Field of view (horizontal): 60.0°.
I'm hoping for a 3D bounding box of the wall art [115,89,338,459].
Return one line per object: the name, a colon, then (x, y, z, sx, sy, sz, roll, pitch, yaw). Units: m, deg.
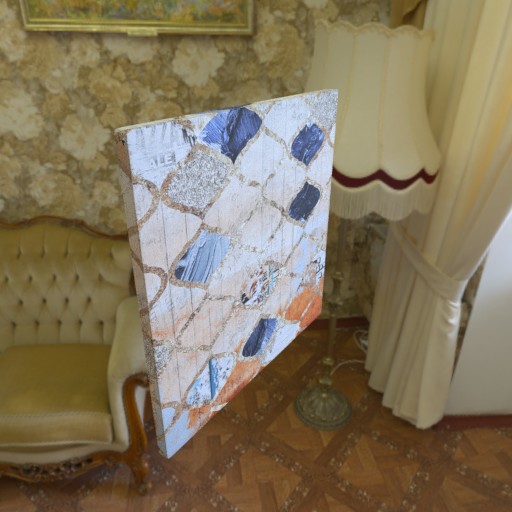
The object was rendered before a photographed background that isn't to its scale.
wall art: (0.000, 0.000, 1.392, 0.039, 0.914, 0.912, 18, 31, 31)
